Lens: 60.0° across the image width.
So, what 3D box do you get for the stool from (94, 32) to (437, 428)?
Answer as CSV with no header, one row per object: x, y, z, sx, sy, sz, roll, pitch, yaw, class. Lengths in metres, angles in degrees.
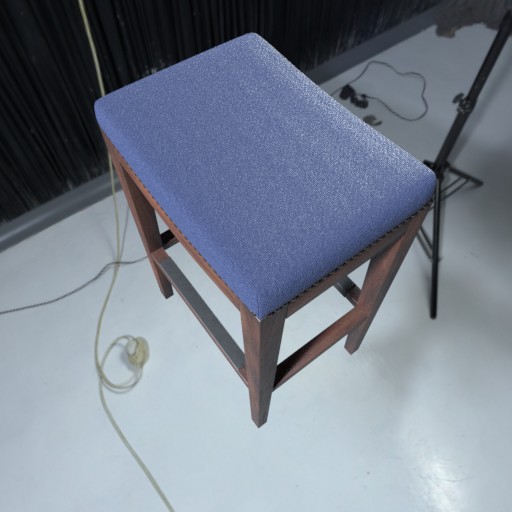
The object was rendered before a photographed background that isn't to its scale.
0.000,0.000,1.010,0.358,0.740,0.498,-33,64,-18,stool
